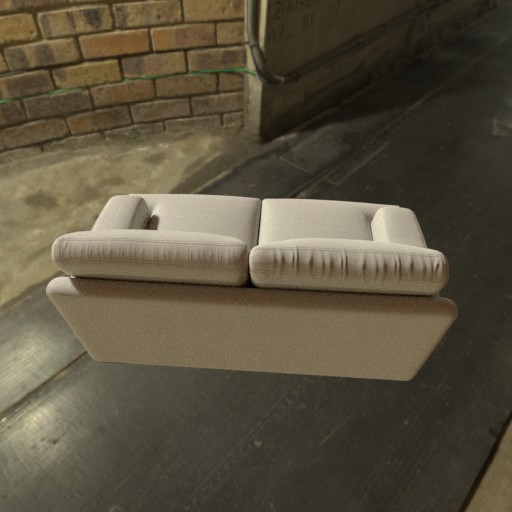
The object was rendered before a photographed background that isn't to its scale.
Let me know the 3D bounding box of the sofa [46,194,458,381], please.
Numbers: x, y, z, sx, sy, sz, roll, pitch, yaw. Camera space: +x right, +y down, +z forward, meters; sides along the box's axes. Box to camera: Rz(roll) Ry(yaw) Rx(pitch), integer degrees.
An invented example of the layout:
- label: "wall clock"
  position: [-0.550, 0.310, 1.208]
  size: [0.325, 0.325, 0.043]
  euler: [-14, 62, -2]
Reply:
- label: "sofa"
  position: [0.000, 0.000, 2.518]
  size: [1.880, 0.940, 1.143]
  euler: [3, 47, 3]
